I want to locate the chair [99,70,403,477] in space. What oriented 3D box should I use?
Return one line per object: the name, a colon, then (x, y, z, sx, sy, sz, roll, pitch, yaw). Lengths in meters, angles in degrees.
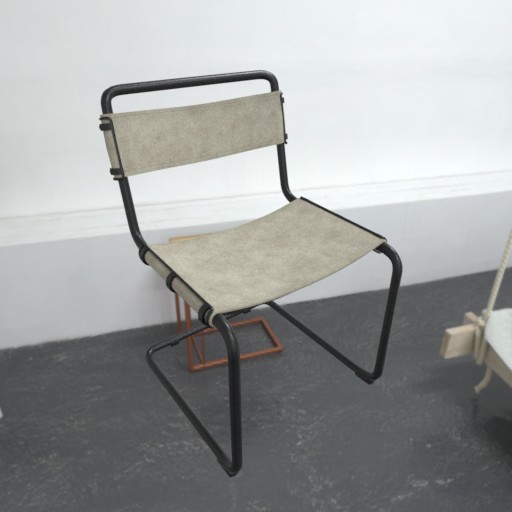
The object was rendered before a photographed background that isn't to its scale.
chair: (0.000, 0.000, 1.054, 0.499, 0.747, 0.497, -20, 36, -31)
